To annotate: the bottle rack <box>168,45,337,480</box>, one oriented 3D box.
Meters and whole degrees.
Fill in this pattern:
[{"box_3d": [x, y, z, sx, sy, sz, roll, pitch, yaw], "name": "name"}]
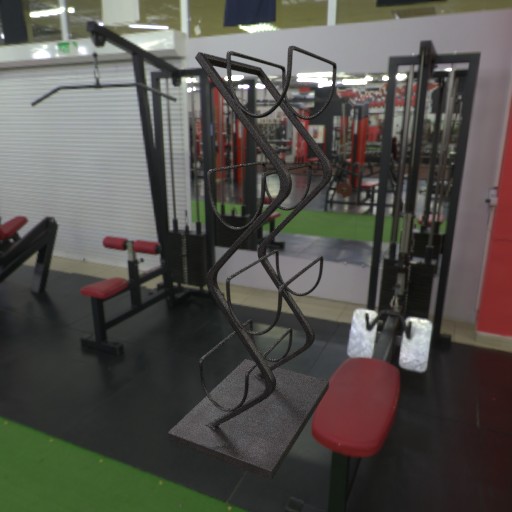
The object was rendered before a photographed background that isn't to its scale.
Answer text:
[{"box_3d": [0.000, 0.000, 0.682, 0.178, 0.559, 0.254, 8, 18, 26], "name": "bottle rack"}]
